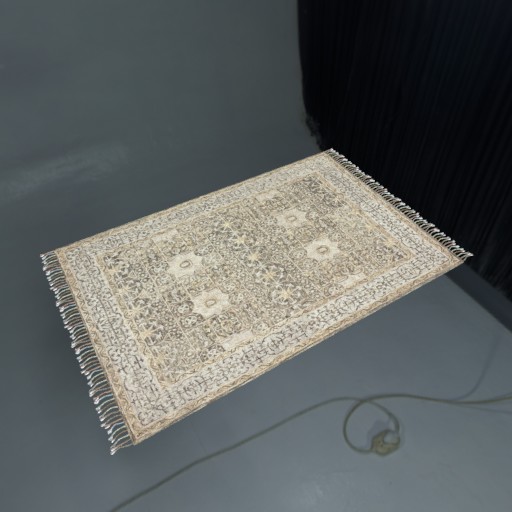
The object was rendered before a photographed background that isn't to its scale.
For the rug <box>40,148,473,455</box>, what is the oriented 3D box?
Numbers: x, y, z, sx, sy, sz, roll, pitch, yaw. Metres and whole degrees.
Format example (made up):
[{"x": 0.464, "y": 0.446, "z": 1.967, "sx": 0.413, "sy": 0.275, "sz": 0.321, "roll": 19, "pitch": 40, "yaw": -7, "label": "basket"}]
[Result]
[{"x": 0.000, "y": 0.000, "z": 2.410, "sx": 2.029, "sy": 0.010, "sz": 1.237, "roll": -24, "pitch": 51, "yaw": -21, "label": "rug"}]
